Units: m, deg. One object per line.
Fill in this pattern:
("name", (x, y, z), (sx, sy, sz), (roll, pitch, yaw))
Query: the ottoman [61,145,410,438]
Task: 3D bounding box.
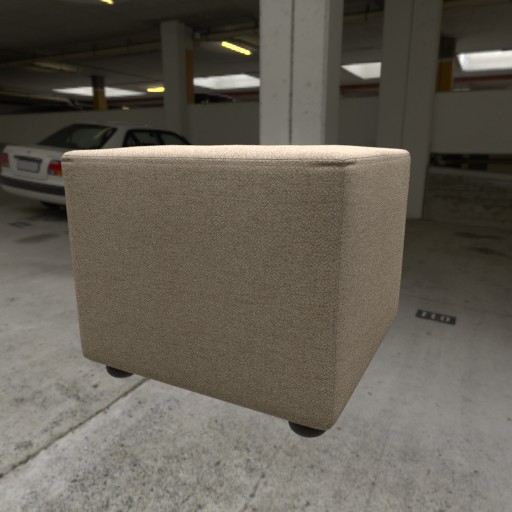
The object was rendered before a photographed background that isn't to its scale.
("ottoman", (0.000, 0.000, 0.890), (0.508, 0.432, 0.508), (7, 16, 27))
